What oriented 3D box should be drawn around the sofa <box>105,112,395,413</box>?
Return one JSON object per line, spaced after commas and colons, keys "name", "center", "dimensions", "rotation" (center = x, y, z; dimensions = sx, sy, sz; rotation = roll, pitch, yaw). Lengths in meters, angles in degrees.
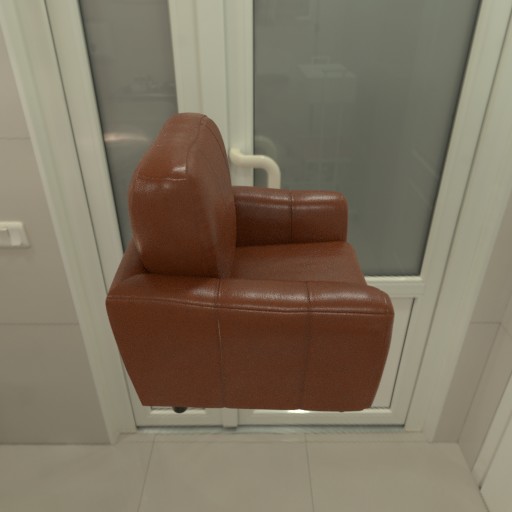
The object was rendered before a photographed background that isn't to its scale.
{"name": "sofa", "center": [0.000, 0.000, 1.536], "dimensions": [0.789, 0.876, 0.836], "rotation": [0, 31, 0]}
